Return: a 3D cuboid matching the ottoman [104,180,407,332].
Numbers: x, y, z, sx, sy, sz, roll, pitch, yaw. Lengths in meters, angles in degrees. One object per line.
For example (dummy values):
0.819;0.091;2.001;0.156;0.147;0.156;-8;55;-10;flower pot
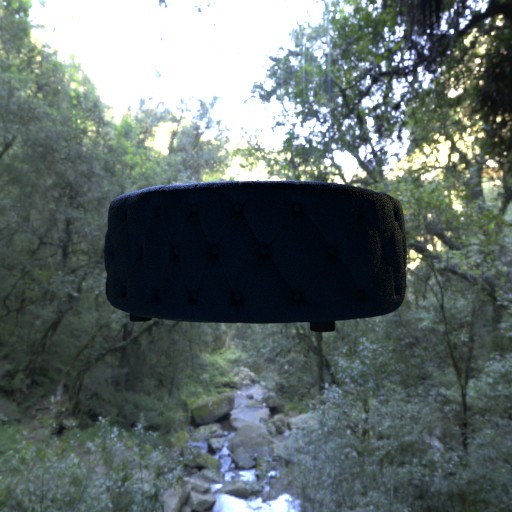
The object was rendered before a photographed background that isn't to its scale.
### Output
0.000;0.000;1.545;0.998;0.398;0.998;0;0;0;ottoman
